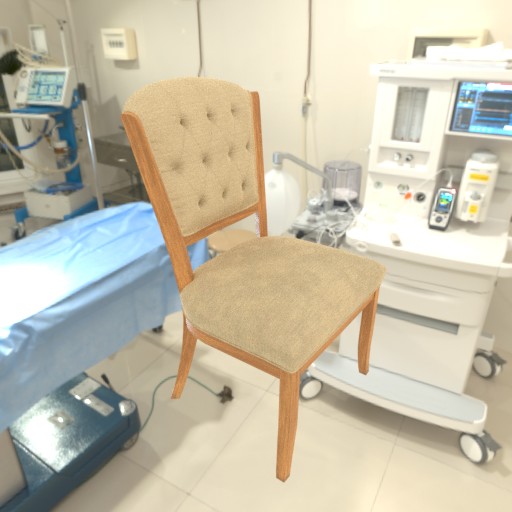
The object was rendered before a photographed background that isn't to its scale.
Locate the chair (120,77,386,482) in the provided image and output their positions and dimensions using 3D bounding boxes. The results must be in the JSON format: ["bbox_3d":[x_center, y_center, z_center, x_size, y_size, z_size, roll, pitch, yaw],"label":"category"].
[{"bbox_3d":[0.000,0.000,1.245,0.584,0.905,0.513,19,33,32],"label":"chair"}]
